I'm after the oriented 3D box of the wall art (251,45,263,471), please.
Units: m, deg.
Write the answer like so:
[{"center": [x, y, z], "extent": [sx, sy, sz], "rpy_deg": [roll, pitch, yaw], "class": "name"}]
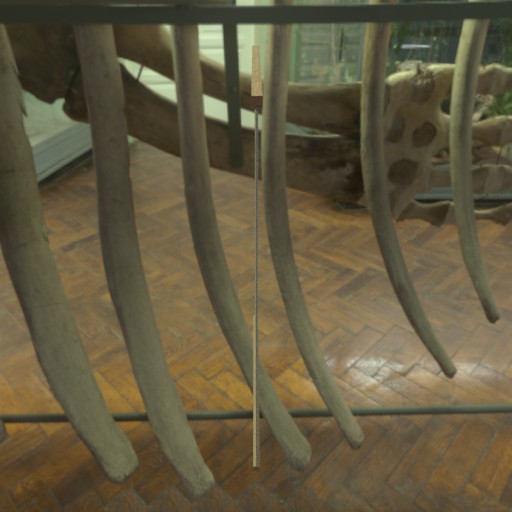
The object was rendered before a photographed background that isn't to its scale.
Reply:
[{"center": [0.000, 0.000, 1.905], "extent": [0.028, 1.533, 0.999], "rpy_deg": [0, 32, 0], "class": "wall art"}]
